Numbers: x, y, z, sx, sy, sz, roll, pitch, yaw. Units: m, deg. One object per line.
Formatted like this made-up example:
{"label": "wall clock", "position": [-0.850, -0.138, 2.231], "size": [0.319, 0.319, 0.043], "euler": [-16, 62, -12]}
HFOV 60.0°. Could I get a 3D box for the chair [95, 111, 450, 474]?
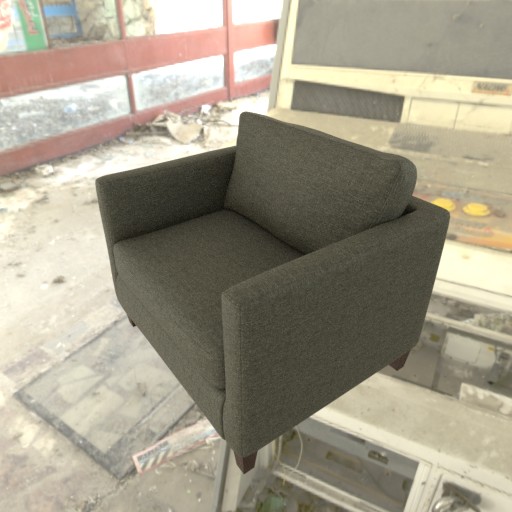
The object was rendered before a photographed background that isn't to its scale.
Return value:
{"label": "chair", "position": [0.000, 0.000, 1.834], "size": [0.959, 0.963, 1.107], "euler": [-21, 37, -30]}
